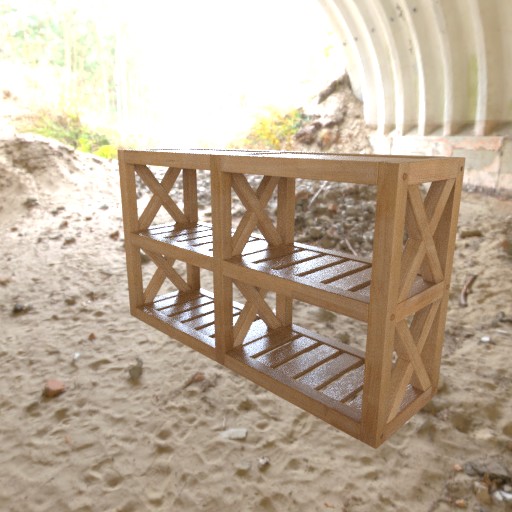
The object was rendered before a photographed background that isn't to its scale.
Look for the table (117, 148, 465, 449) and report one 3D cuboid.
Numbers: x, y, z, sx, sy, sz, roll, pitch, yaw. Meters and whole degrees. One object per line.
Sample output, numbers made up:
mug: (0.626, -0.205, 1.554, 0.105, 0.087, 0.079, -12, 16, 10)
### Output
table: (0.000, 0.000, 1.676, 0.381, 0.762, 1.320, -15, 21, -43)
